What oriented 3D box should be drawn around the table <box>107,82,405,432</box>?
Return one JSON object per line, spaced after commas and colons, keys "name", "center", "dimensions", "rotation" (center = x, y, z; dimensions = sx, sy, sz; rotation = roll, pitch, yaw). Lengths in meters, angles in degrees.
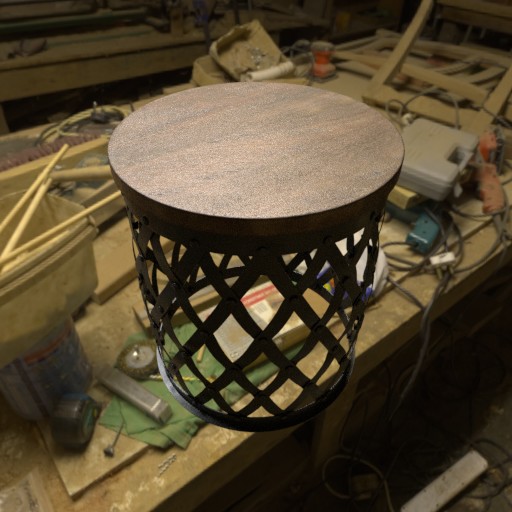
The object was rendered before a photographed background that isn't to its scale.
{"name": "table", "center": [0.000, 0.000, 0.768], "dimensions": [0.405, 0.454, 0.405], "rotation": [0, 41, 0]}
